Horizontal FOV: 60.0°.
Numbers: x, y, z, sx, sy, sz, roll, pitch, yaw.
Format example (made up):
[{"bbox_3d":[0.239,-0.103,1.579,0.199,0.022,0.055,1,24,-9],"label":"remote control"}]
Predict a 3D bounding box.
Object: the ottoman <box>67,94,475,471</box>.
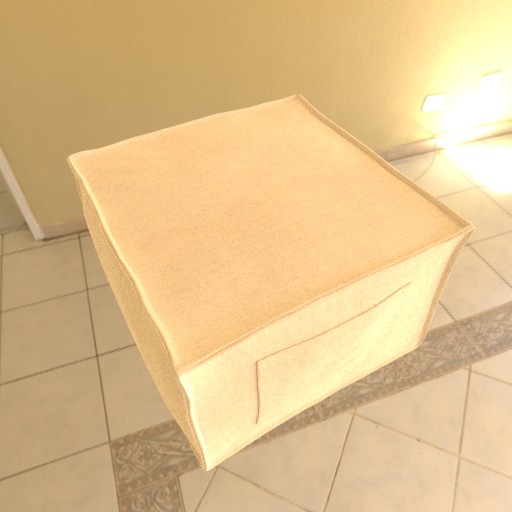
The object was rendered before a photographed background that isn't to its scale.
[{"bbox_3d":[0.000,0.000,1.137,0.707,0.470,0.696,-23,50,-21],"label":"ottoman"}]
